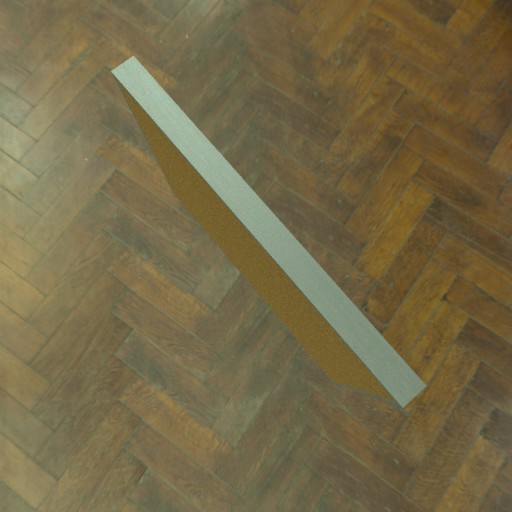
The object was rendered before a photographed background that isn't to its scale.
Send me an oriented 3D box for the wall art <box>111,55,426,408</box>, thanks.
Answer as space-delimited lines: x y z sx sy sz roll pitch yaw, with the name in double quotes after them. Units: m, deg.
0.000 0.000 0.766 0.037 0.450 0.557 -39 80 -8 "wall art"
